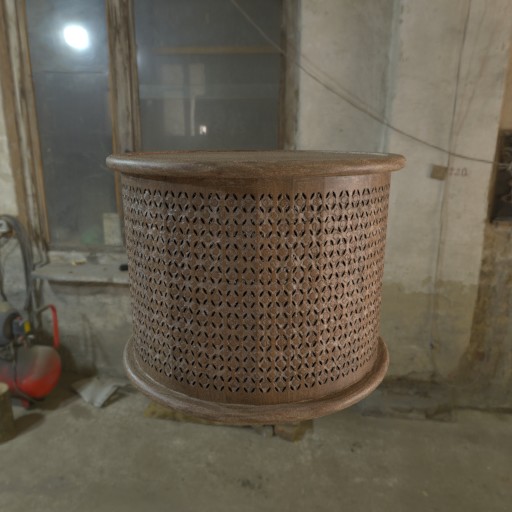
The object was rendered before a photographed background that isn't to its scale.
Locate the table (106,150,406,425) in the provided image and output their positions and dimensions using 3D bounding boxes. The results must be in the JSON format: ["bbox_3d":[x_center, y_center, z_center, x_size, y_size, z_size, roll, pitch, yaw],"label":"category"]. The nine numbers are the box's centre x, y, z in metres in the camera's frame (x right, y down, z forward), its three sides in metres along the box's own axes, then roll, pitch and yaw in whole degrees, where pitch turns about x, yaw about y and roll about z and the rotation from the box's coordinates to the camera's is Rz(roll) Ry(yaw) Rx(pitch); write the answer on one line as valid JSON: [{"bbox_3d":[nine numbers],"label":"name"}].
[{"bbox_3d":[0.000,0.000,0.998,0.607,0.450,0.607,0,15,0],"label":"table"}]
